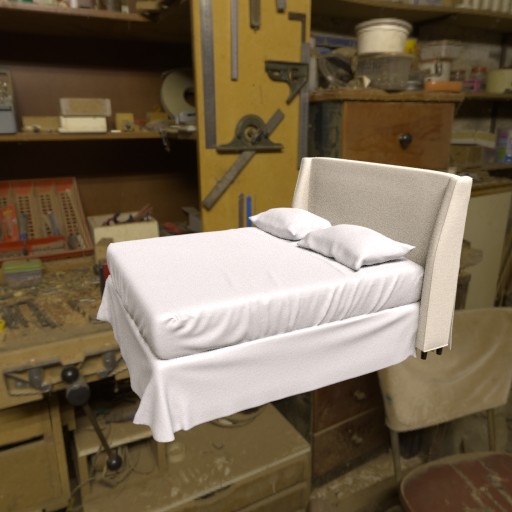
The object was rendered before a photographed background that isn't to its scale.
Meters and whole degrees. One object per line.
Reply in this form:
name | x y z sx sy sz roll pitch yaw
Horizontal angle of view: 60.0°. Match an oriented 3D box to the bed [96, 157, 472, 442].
bed | 0.000 0.000 3.430 2.276 1.332 1.925 -8 19 -25
